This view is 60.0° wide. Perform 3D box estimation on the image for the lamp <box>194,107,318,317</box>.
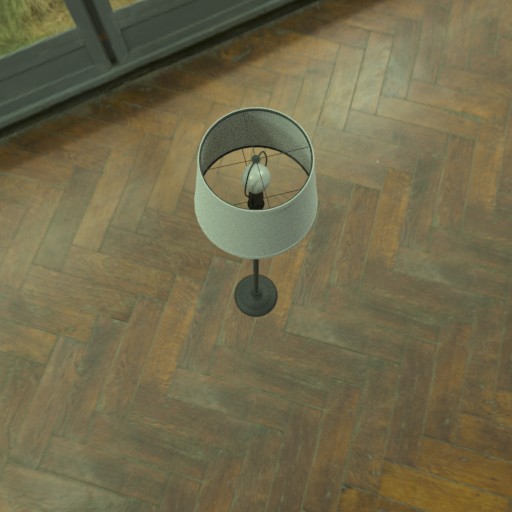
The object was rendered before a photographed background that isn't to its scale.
[{"bbox_3d":[0.000,0.000,1.682,0.327,1.506,0.327,30,76,8],"label":"lamp"}]
